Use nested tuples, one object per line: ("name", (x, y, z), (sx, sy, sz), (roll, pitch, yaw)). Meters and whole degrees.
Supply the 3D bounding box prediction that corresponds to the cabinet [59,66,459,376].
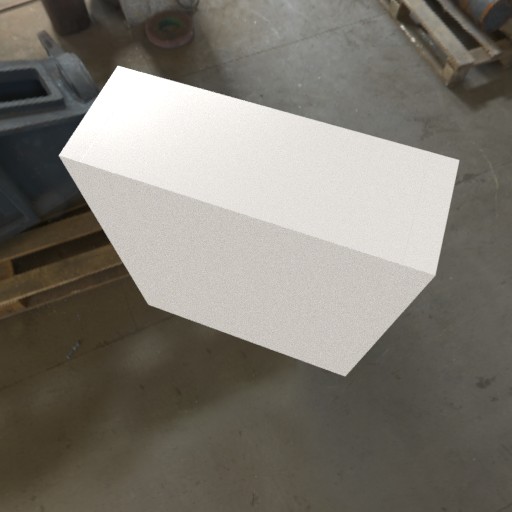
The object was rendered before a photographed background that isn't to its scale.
("cabinet", (0.000, 0.000, 1.660), (0.990, 1.150, 0.348), (18, 65, 9))
